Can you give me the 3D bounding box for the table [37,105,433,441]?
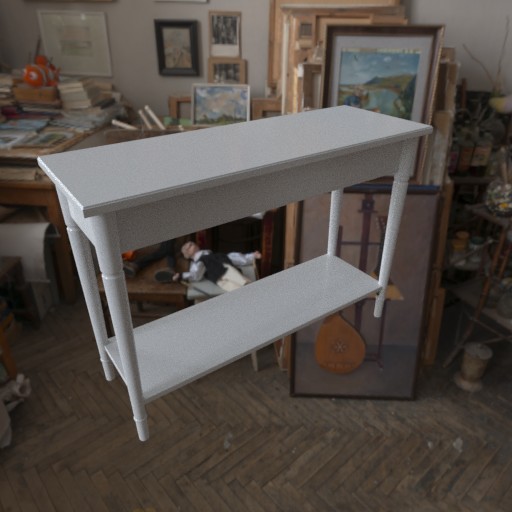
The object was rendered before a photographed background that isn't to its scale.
[{"bbox_3d":[0.000,0.000,1.422,1.067,0.749,0.381,-20,36,-30],"label":"table"}]
